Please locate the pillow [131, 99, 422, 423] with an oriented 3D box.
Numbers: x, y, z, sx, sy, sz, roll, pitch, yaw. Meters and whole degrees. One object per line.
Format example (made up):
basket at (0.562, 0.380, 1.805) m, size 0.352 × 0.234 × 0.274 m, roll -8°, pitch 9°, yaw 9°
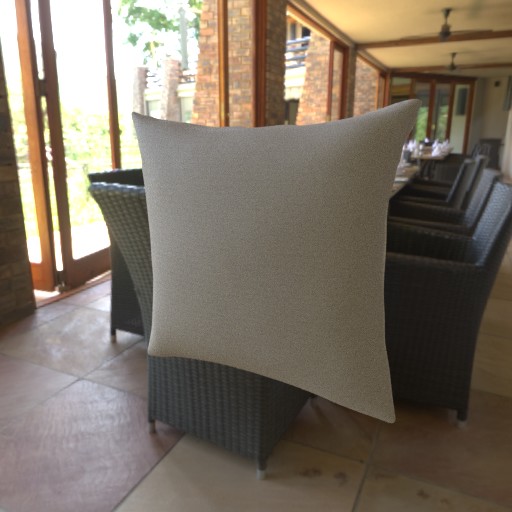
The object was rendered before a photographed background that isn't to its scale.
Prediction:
pillow at (0.000, 0.000, 0.770) m, size 0.512 × 0.497 × 0.204 m, roll 8°, pitch 17°, yaw 27°
